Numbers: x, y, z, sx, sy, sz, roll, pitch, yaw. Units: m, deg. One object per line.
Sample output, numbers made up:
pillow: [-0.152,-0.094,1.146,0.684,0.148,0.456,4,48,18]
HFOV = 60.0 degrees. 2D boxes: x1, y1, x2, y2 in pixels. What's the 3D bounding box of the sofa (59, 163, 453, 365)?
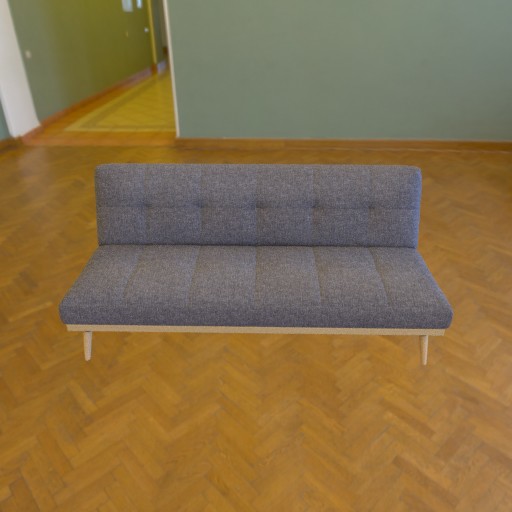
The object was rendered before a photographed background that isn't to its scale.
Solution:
sofa: [0.000,0.000,2.330,1.820,0.770,0.820,1,30,1]
